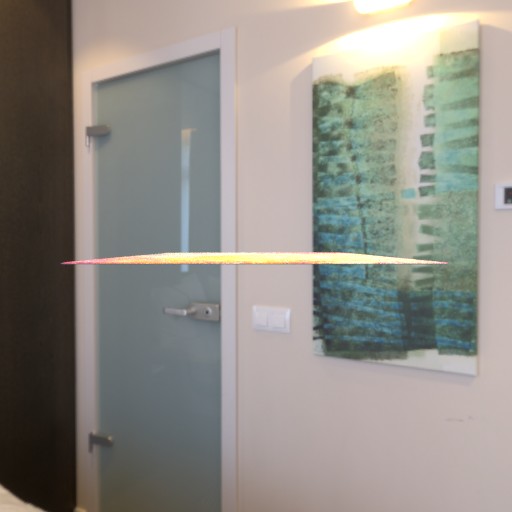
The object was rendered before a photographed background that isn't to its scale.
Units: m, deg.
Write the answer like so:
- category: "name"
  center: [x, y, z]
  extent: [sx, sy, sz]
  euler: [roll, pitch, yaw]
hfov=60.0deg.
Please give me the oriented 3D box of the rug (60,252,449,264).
- category: "rug"
  center: [0.000, 0.000, 3.721]
  extent: [2.007, 0.013, 2.896]
  euler: [0, 1, 0]
